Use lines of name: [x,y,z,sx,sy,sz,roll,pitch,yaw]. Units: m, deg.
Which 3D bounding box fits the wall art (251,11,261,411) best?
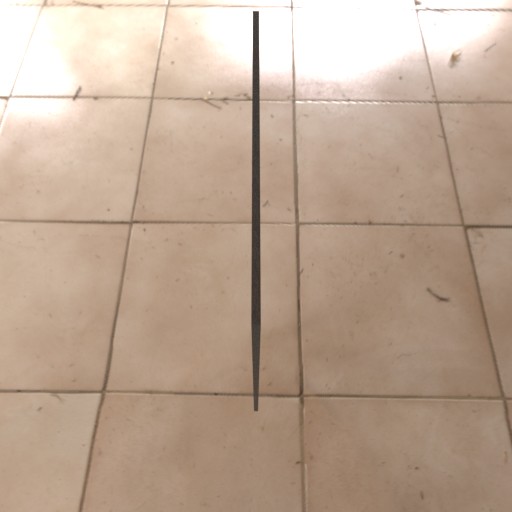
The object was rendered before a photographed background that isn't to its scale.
wall art: [0.000,0.000,1.425,0.016,1.116,0.810,0,64,0]
